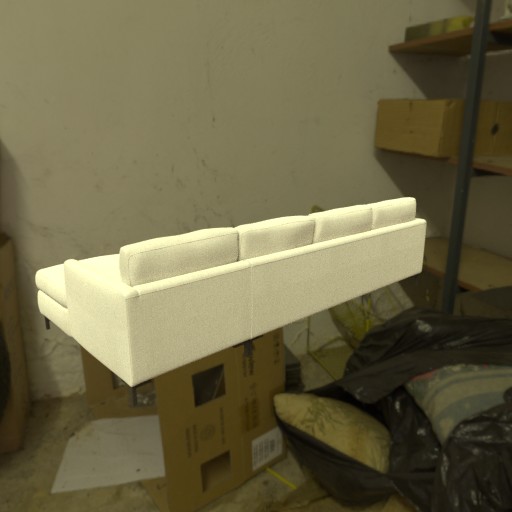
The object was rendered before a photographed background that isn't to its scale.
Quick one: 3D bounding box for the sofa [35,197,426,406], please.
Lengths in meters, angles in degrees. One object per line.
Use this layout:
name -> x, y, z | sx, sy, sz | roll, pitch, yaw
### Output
sofa -> 0.000, 0.000, 2.932 | 2.445, 0.677, 1.126 | -13, 20, -40
